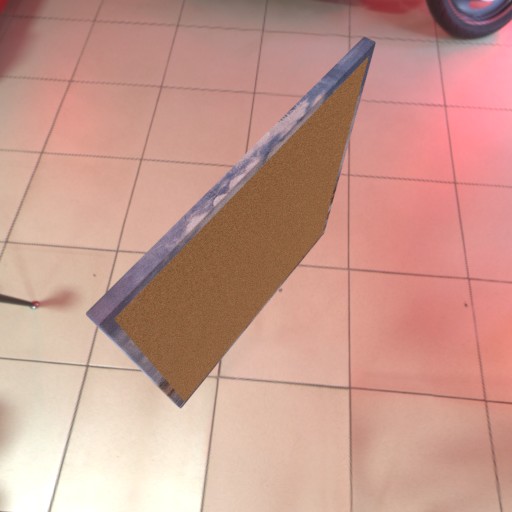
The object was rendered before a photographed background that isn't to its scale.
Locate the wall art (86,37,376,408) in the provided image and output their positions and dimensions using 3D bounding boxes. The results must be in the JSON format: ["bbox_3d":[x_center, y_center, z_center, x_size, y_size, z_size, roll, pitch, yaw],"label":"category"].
[{"bbox_3d":[0.000,0.000,1.470,0.040,1.020,1.010,35,68,16],"label":"wall art"}]
